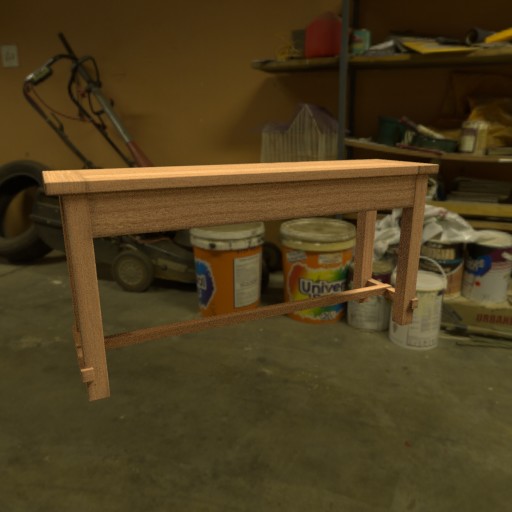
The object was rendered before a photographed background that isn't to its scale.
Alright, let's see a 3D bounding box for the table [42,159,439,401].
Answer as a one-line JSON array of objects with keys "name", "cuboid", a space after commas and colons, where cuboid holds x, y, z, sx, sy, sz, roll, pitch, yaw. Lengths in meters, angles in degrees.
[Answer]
[{"name": "table", "cuboid": [0.000, 0.000, 1.933, 1.599, 0.762, 0.442, -8, 18, -25]}]
